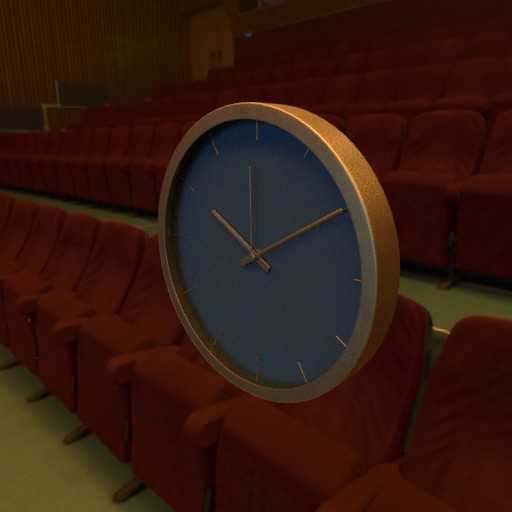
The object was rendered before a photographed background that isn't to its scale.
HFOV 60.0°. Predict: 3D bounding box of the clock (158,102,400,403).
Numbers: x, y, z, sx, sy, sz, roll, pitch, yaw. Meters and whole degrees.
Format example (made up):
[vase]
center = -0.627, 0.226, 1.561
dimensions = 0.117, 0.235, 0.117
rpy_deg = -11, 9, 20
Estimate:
[clock]
center = 0.000, 0.000, 0.480
dimensions = 0.314, 0.314, 0.040
rpy_deg = 14, 21, 42
